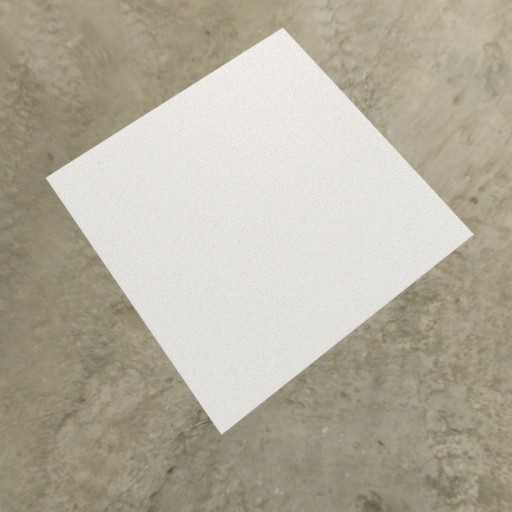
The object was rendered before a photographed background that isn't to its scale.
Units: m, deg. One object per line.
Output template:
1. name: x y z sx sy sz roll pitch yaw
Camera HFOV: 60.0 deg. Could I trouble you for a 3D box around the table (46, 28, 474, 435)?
1. table: 0.000 0.000 0.784 0.381 0.483 0.381 -36 78 -9
